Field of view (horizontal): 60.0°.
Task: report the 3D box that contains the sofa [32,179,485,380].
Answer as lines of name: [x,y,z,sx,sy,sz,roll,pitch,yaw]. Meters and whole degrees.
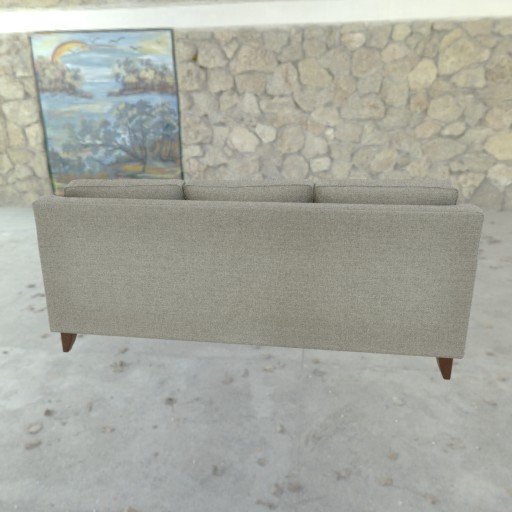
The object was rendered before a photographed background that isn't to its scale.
sofa: [0.000,0.000,2.445,2.031,0.914,0.865,2,16,8]
